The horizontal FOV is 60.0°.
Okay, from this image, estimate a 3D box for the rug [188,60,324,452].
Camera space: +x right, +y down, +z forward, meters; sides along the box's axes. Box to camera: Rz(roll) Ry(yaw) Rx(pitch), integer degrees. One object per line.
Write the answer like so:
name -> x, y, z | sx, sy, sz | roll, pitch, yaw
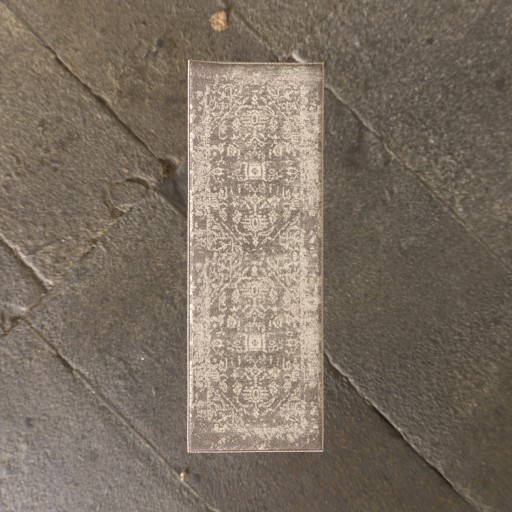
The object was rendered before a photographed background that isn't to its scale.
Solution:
rug -> 0.000, 0.000, 2.773 | 0.855, 0.017, 2.452 | 0, 90, -1
